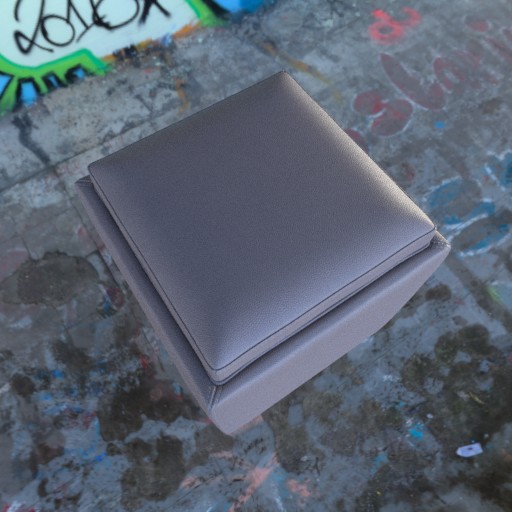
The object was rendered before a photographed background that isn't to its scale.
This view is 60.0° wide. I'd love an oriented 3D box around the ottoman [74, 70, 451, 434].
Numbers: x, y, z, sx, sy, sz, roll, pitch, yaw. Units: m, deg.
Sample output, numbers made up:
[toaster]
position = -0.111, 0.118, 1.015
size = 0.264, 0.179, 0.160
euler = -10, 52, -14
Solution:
[ottoman]
position = 0.000, 0.000, 0.837
size = 0.450, 0.460, 0.451
euler = -31, 68, -14
